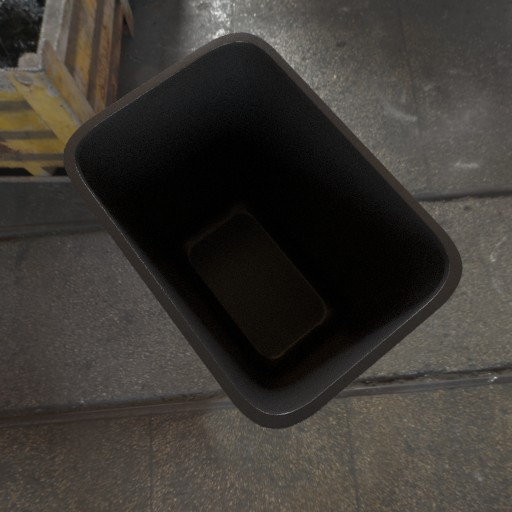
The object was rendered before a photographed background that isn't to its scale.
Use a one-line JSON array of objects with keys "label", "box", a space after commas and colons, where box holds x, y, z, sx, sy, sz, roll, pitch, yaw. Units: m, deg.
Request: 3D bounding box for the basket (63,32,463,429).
[{"label": "basket", "box": [0.000, 0.000, 0.501, 0.211, 0.307, 0.300, -37, 78, -9]}]
